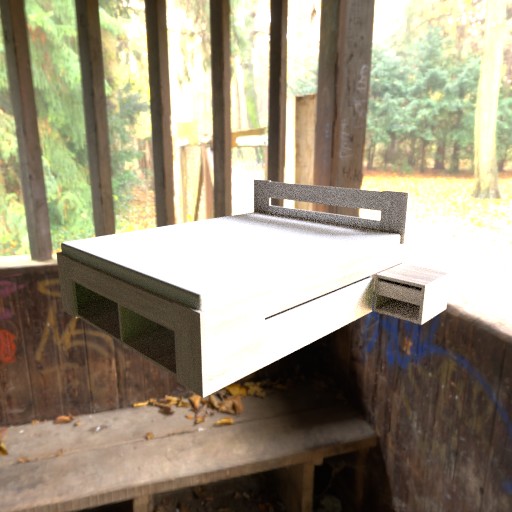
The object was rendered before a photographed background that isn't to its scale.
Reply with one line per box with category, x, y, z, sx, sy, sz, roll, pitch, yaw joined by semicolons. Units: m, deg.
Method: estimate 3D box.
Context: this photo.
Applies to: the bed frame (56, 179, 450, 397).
bed frame;0.000;0.000;3.229;2.040;0.860;2.050;14;20;43
